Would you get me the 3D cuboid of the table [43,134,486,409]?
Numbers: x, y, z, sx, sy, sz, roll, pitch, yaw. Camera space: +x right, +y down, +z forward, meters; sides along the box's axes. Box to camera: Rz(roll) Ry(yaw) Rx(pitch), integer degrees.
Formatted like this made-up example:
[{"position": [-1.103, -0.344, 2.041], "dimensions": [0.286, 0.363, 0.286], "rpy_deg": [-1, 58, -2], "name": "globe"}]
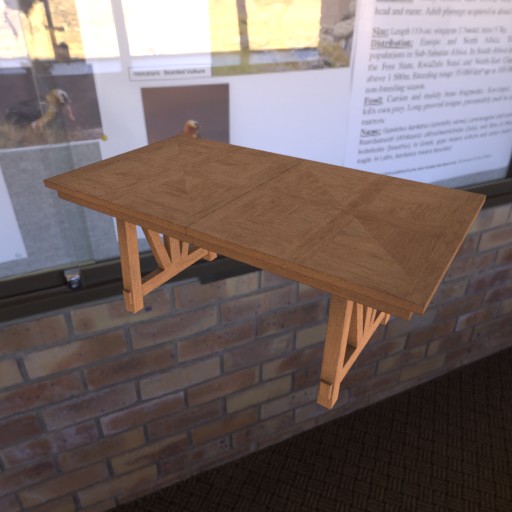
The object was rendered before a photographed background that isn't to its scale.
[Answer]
[{"position": [0.000, 0.000, 2.327], "dimensions": [1.881, 0.768, 1.016], "rpy_deg": [19, 35, 28], "name": "table"}]
